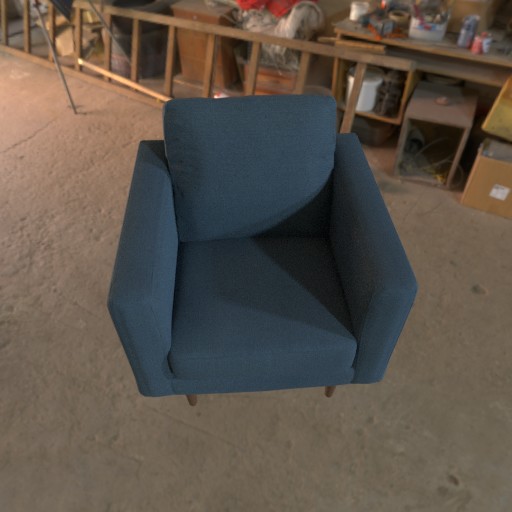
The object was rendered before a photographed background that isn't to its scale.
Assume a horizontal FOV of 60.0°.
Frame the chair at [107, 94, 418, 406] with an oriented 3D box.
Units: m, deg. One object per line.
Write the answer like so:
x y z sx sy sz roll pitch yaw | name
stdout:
0.000 0.000 1.597 0.855 0.922 0.820 -3 46 -3 | chair
